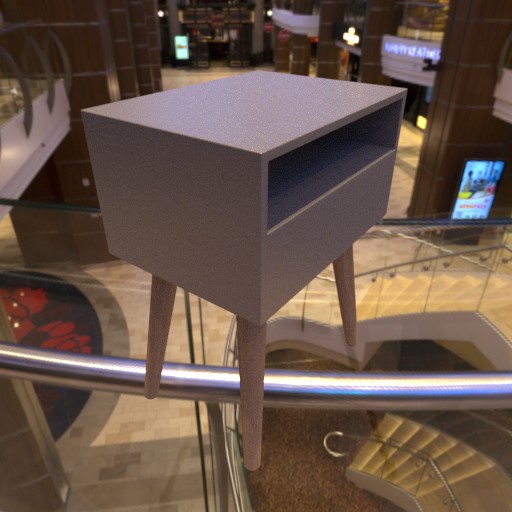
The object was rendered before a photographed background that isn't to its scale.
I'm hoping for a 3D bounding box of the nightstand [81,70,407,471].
[{"bbox_3d":[0.000,0.000,0.738,0.288,0.508,0.370,21,37,31],"label":"nightstand"}]
